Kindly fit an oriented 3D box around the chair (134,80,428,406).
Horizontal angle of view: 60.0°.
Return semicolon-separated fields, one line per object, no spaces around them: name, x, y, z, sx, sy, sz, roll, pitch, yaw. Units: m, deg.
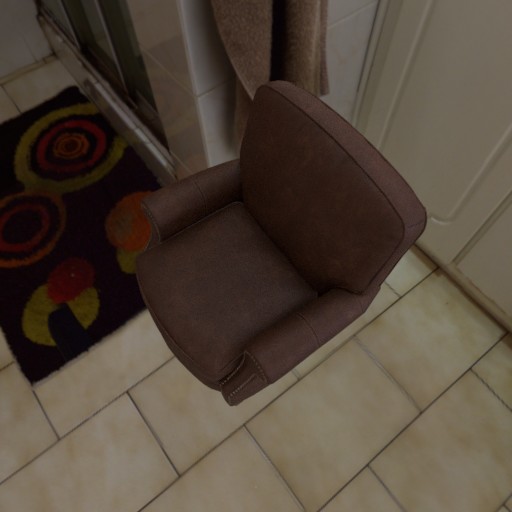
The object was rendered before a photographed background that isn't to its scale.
chair;0.000;0.000;1.844;0.986;1.018;0.936;-32;67;-16
